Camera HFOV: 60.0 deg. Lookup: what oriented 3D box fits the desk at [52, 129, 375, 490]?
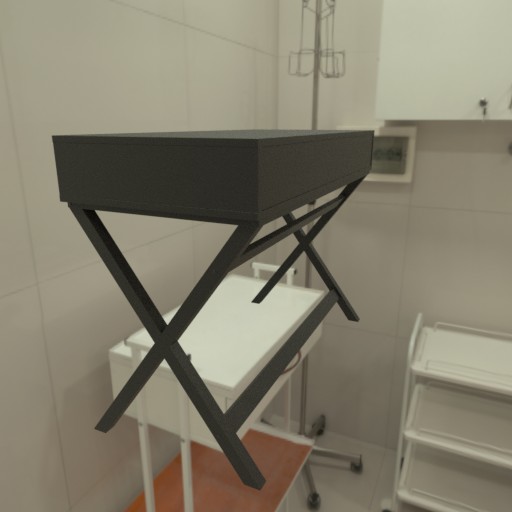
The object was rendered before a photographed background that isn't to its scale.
[{"bbox_3d":[0.000,0.000,1.449,0.504,0.780,1.057,8,18,24],"label":"desk"}]
